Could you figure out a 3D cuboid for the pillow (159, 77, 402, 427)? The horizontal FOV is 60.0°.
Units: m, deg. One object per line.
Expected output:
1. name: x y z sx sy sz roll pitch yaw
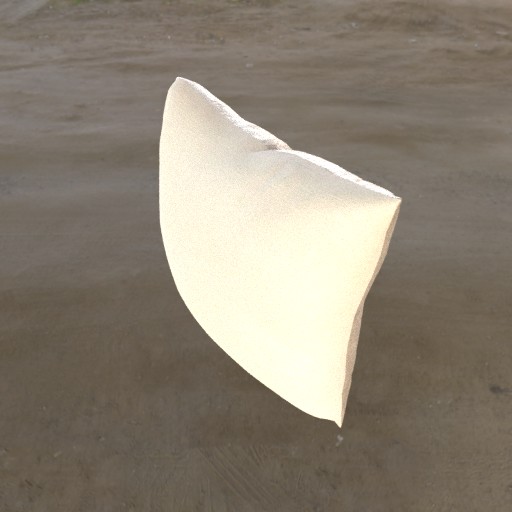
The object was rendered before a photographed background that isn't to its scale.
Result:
1. pillow: 0.000 0.000 0.718 0.245 0.448 0.450 -26 47 -26
